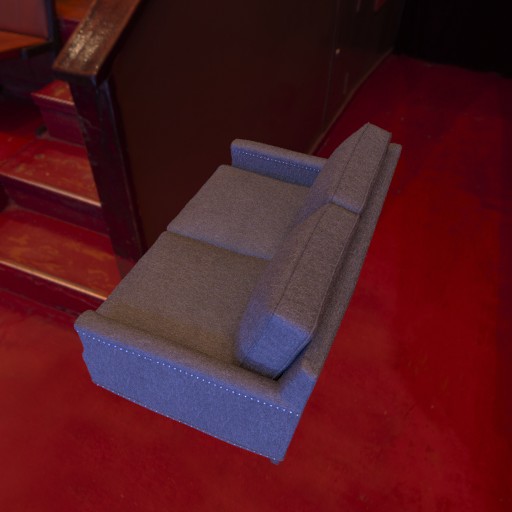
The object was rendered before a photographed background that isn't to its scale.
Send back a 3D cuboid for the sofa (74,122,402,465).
[{"bbox_3d":[0.000,0.000,2.268,1.084,1.003,1.597,17,48,16],"label":"sofa"}]
